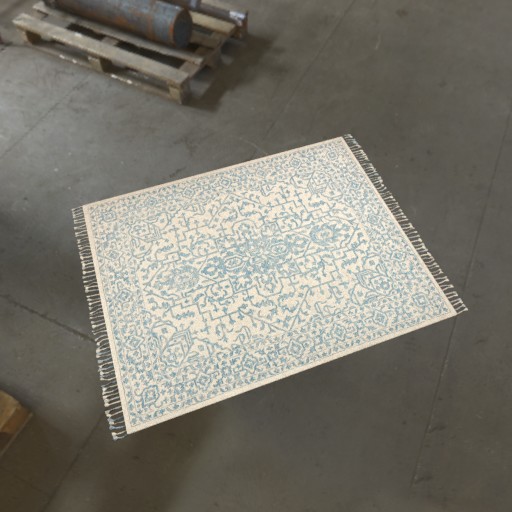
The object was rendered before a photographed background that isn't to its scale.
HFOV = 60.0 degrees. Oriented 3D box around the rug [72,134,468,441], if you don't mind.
[{"bbox_3d":[0.000,0.000,4.390,3.327,0.010,2.464,-17,60,-10],"label":"rug"}]
